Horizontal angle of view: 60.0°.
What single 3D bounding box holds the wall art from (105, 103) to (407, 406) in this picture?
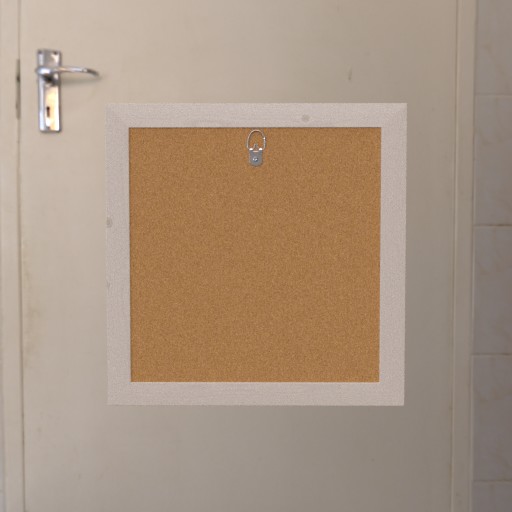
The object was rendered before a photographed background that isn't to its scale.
[{"bbox_3d":[0.000,0.000,0.853,0.572,0.577,0.015,0,2,0],"label":"wall art"}]
